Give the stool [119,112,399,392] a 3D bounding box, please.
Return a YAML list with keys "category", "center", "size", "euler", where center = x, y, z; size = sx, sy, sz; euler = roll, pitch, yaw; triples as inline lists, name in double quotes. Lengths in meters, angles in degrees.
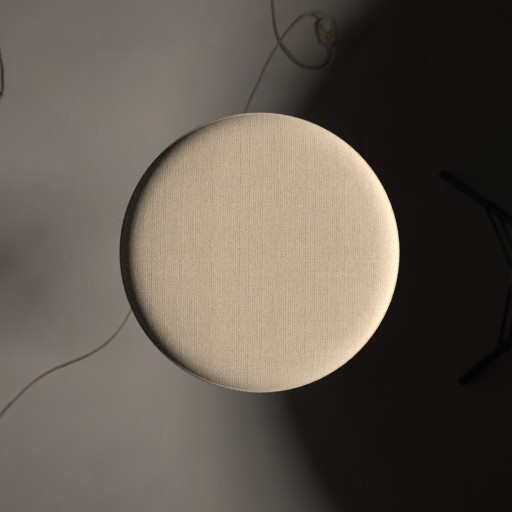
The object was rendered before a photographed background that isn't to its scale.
- category: "stool"
  center: [0.000, 0.000, 0.962]
  size: [0.449, 0.655, 0.449]
  euler: [0, 89, -1]
